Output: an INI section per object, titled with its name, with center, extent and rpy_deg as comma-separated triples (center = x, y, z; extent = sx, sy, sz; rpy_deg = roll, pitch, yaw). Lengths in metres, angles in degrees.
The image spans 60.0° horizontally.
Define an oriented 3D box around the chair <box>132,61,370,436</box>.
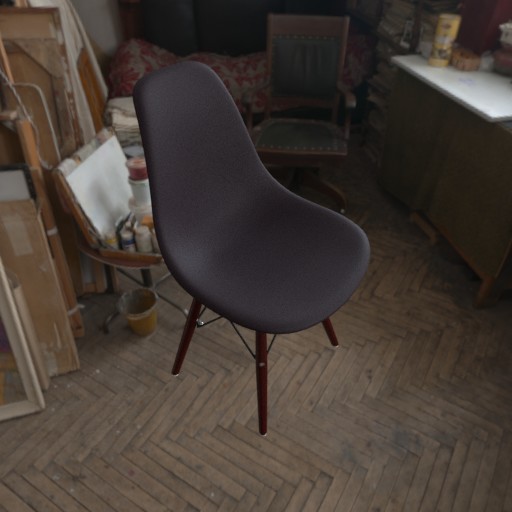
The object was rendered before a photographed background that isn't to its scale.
[chair]
center = 0.000, 0.000, 1.131
extent = 0.533, 0.826, 0.470
rpy_deg = 27, 47, 28
